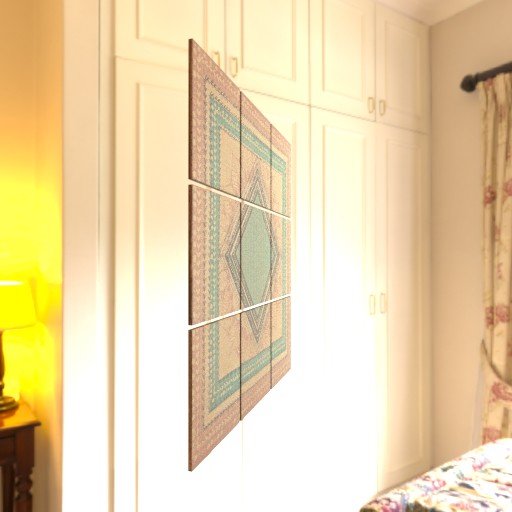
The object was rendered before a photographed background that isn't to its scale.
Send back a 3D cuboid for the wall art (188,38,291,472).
[{"bbox_3d":[0.000,0.000,1.819,0.013,1.213,1.215,0,0,18],"label":"wall art"}]
